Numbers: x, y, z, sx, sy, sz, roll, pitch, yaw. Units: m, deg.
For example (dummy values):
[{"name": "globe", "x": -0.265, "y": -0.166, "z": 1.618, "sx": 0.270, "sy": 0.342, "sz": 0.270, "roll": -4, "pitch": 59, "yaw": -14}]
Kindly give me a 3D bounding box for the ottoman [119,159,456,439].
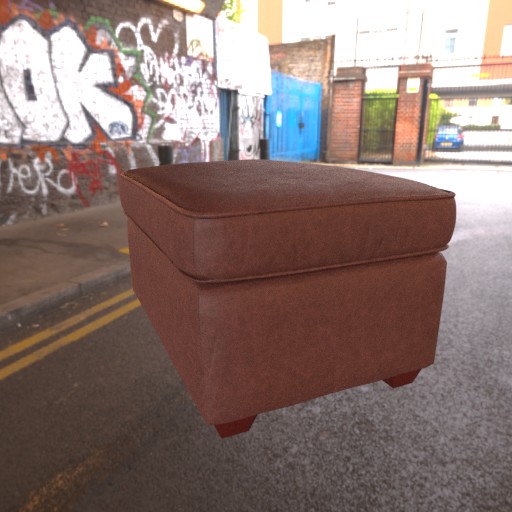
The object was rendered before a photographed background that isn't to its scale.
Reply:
[{"name": "ottoman", "x": 0.000, "y": 0.000, "z": 1.089, "sx": 0.548, "sy": 0.449, "sz": 0.749, "roll": -7, "pitch": 17, "yaw": -23}]
